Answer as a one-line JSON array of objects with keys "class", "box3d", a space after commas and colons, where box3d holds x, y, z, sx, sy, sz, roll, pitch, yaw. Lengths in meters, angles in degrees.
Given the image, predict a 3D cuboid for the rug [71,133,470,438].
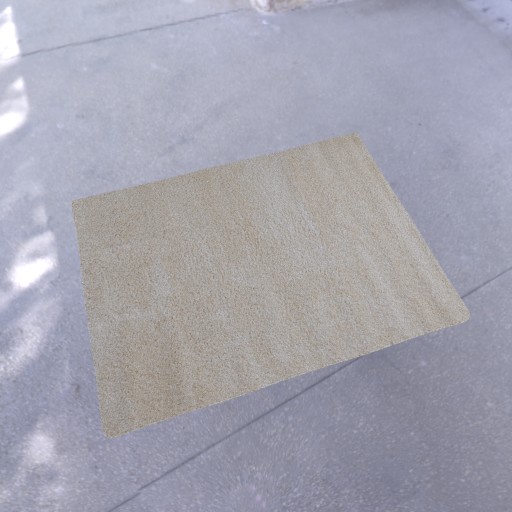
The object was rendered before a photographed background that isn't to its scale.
[{"class": "rug", "box3d": [0.000, 0.000, 2.103, 1.600, 0.025, 1.199, -16, 60, -9]}]
